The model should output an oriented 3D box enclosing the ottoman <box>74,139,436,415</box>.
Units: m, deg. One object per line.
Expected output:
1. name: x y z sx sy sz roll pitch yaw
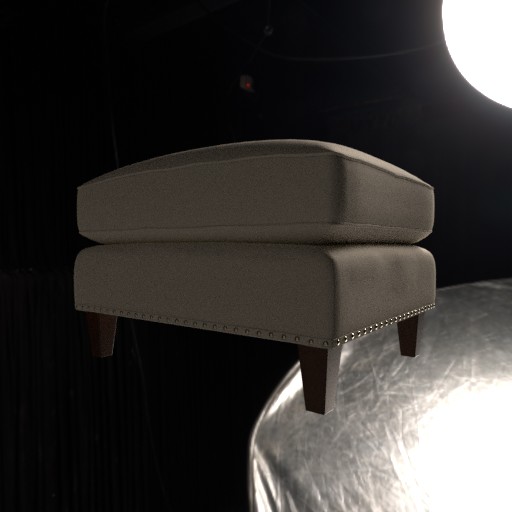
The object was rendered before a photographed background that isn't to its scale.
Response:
1. ottoman: 0.000 0.000 1.138 0.741 0.513 0.584 1 2 37
